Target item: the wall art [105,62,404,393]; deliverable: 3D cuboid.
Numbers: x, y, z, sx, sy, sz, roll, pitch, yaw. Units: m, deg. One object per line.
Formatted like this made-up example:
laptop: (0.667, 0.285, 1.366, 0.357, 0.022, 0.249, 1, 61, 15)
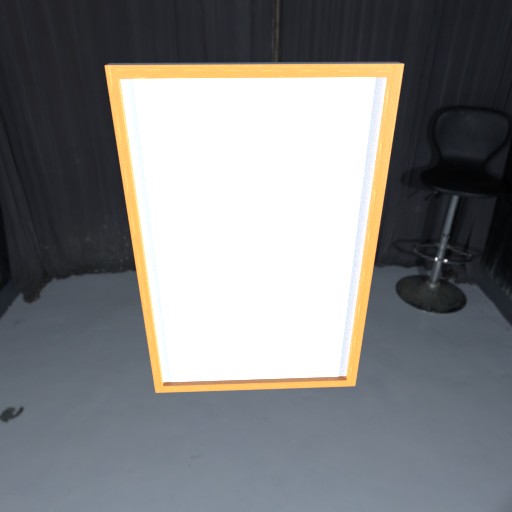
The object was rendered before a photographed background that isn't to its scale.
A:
wall art: (0.000, 0.000, 0.758, 0.405, 0.608, 0.025, -1, 30, -2)
